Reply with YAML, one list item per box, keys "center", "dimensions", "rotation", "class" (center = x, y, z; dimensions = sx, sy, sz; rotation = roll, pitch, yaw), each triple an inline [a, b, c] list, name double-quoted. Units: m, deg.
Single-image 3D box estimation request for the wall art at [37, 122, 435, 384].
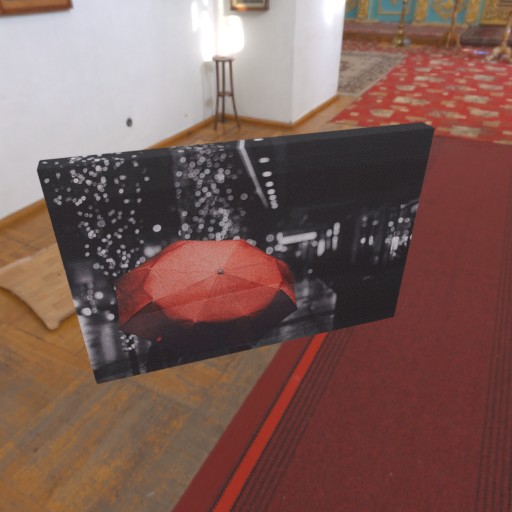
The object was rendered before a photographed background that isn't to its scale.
- center: [0.000, 0.000, 0.776]
  dimensions: [0.609, 0.406, 0.037]
  rotation: [-10, 34, -15]
  class: "wall art"
